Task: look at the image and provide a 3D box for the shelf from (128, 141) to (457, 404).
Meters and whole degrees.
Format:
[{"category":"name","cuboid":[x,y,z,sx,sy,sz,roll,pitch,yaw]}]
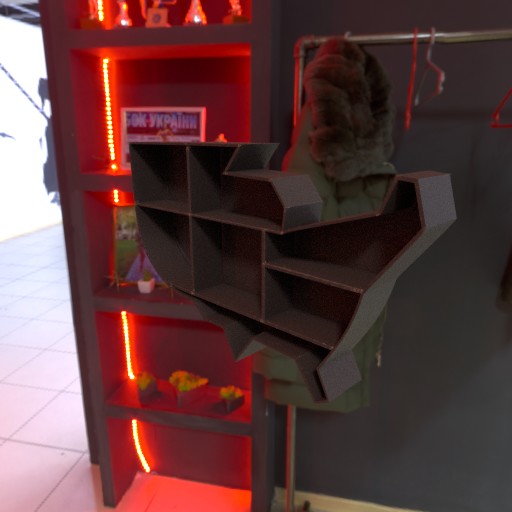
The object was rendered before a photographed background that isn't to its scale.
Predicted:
[{"category":"shelf","cuboid":[0.000,0.000,0.891,0.729,0.439,0.112,15,21,42]}]
